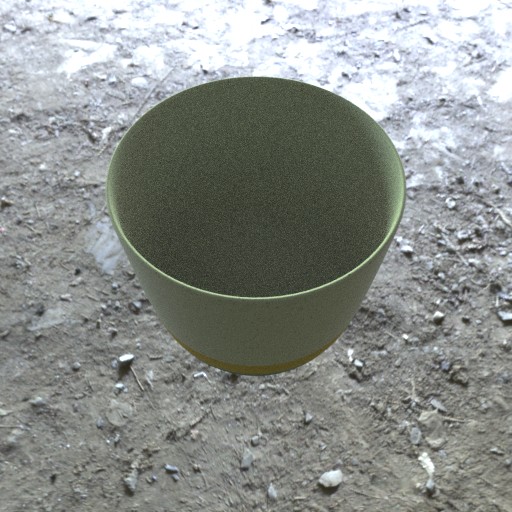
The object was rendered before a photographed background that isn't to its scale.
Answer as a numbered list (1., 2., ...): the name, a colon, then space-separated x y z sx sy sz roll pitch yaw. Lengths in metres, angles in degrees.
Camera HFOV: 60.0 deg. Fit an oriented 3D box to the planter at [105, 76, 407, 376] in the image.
1. planter: 0.000 0.000 0.380 0.195 0.214 0.195 0 58 0
